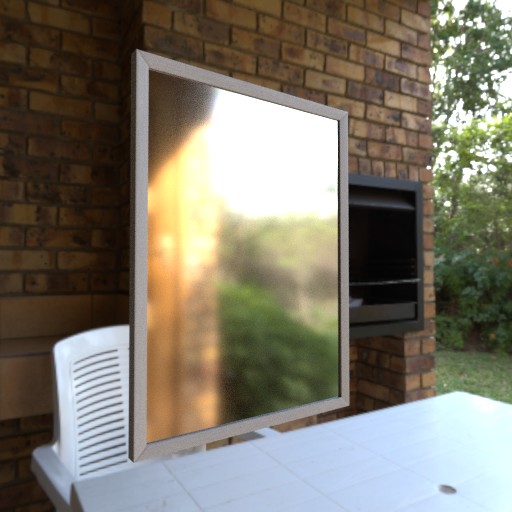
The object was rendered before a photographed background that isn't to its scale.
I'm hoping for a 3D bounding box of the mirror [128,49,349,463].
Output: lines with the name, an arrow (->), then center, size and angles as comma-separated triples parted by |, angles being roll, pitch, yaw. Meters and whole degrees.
mirror -> 0.000, 0.000, 1.326 | 0.762, 1.016, 0.040 | 1, -2, -36
